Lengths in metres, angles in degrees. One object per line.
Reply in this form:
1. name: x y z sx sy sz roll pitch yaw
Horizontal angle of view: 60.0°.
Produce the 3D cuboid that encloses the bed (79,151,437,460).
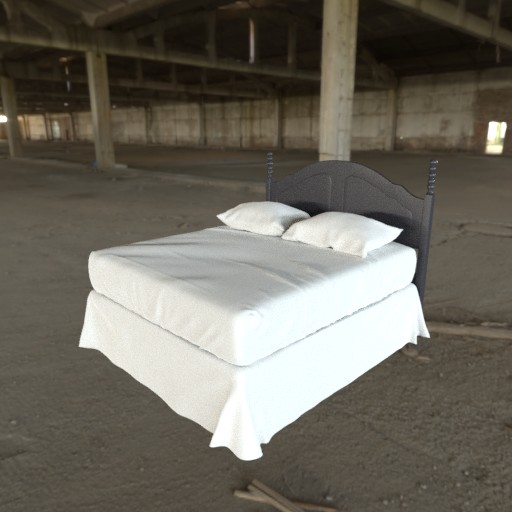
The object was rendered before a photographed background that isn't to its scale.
1. bed: 0.000 0.000 3.196 2.040 1.356 1.873 -15 22 -43
